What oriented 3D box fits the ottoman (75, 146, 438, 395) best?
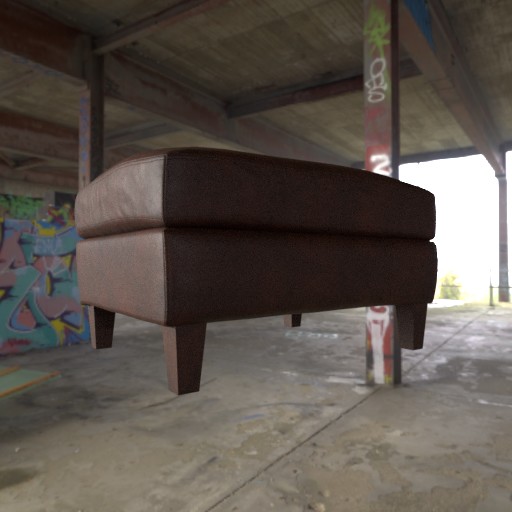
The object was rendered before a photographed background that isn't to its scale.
[{"bbox_3d":[0.000,0.000,1.277,0.887,0.527,0.659,1,-1,-36],"label":"ottoman"}]
